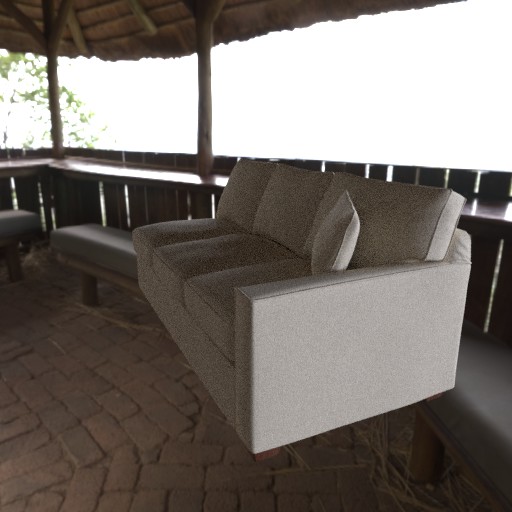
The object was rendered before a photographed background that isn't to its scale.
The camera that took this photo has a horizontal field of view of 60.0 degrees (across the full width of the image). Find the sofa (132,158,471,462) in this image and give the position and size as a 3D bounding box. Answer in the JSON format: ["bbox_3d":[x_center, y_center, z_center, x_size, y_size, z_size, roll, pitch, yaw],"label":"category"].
[{"bbox_3d":[0.000,0.000,2.472,1.034,0.946,1.963,-8,18,-25],"label":"sofa"}]
